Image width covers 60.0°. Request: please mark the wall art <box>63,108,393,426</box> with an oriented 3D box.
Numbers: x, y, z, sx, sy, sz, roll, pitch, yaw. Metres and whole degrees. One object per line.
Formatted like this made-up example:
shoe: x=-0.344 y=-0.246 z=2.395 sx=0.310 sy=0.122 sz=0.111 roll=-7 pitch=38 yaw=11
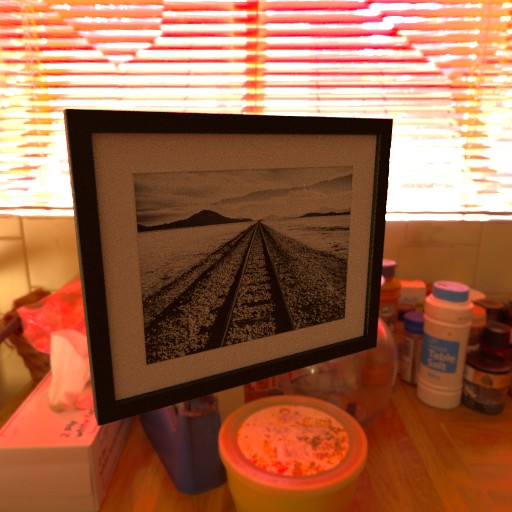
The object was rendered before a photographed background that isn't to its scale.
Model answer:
wall art: x=0.000 y=0.000 z=0.753 sx=0.559 sy=0.458 sz=0.029 roll=-8 pitch=16 yaw=-27
